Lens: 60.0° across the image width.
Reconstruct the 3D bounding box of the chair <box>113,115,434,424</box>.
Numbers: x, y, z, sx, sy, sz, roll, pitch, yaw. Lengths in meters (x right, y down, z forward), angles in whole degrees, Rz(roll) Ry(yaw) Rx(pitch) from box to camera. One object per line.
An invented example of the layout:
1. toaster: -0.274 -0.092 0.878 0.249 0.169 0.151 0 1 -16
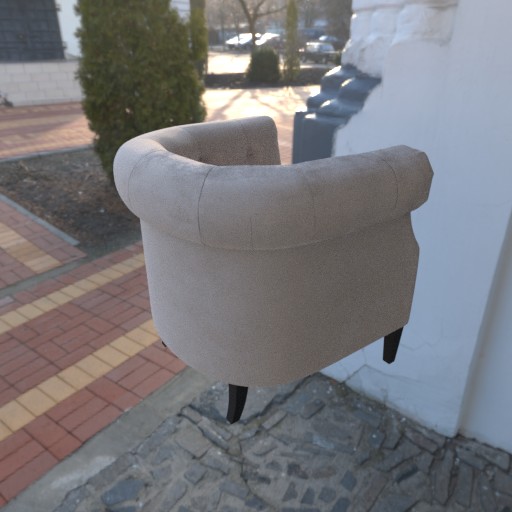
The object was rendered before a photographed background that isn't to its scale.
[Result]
1. chair: 0.000 0.000 1.559 0.851 0.826 0.904 -18 31 -32
